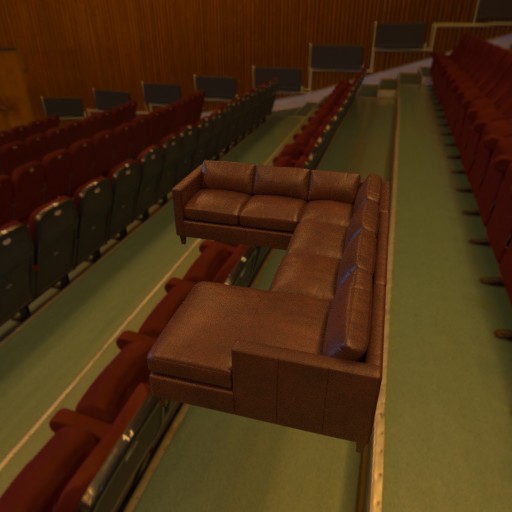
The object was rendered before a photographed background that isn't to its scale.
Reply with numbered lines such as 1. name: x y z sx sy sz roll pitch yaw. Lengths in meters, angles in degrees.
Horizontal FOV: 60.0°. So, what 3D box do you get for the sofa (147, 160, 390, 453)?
1. sofa: 0.000 0.000 4.388 2.452 0.891 3.324 8 31 13
